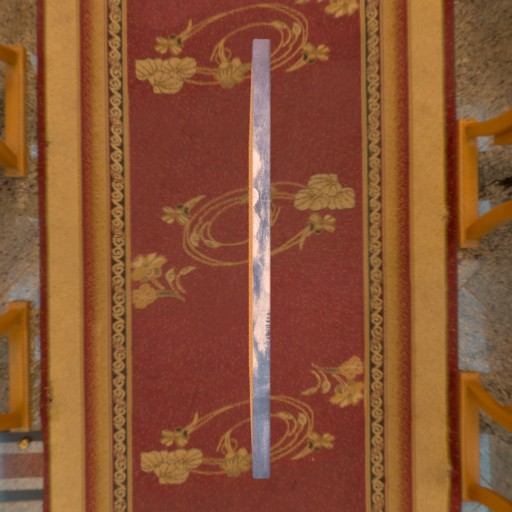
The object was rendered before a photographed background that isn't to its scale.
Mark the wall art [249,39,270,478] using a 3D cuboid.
[{"bbox_3d":[0.000,0.000,1.524,0.040,1.020,1.010,0,91,-1],"label":"wall art"}]
